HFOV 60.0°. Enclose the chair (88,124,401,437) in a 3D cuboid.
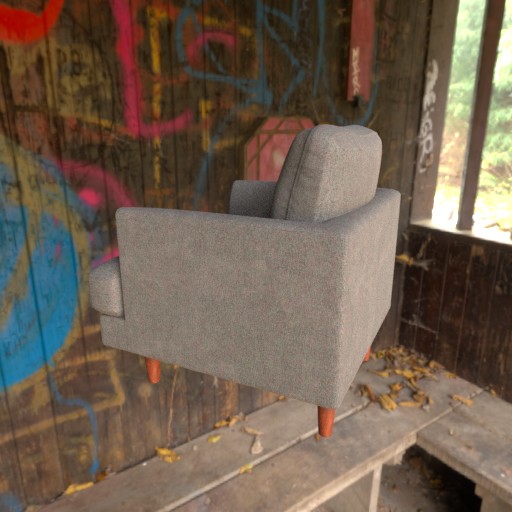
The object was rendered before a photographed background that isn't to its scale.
[{"bbox_3d":[0.000,0.000,1.677,0.899,0.957,0.858,8,19,25],"label":"chair"}]
